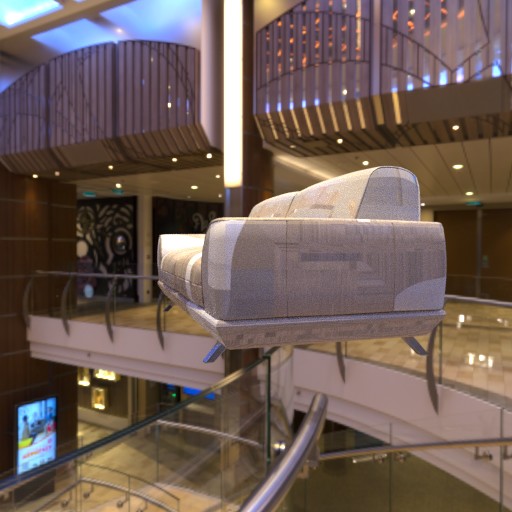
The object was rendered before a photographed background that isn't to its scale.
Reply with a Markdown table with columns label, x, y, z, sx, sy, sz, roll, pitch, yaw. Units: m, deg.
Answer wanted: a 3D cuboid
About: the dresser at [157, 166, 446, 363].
| label | x | y | z | sx | sy | sz | roll | pitch | yaw |
| --- | --- | --- | --- | --- | --- | --- | --- | --- | --- |
| dresser | 0.000 | 0.000 | 5.933 | 2.251 | 1.863 | 4.679 | 0 | 1 | -18 |
